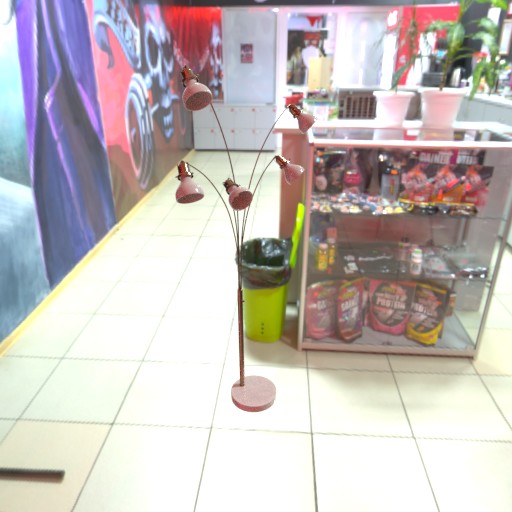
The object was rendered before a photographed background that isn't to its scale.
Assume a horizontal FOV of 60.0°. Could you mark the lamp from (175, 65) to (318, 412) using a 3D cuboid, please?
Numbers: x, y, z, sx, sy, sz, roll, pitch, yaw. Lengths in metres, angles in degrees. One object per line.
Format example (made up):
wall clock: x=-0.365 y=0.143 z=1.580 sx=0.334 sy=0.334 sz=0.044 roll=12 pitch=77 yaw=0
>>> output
lamp: x=0.000 y=0.000 z=3.041 sx=0.361 sy=2.423 sz=1.405 roll=17 pitch=30 yaw=33
